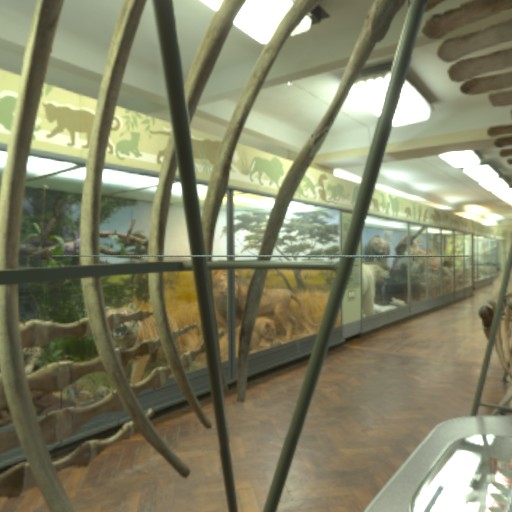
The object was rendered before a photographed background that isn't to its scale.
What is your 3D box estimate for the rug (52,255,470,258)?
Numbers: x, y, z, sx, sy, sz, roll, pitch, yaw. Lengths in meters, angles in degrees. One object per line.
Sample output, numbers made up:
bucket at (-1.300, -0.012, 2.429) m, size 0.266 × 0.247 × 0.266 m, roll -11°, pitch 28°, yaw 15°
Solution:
rug at (0.000, 0.000, 2.912) m, size 2.286 × 0.006 × 1.522 m, roll 0°, pitch 0°, yaw 36°
